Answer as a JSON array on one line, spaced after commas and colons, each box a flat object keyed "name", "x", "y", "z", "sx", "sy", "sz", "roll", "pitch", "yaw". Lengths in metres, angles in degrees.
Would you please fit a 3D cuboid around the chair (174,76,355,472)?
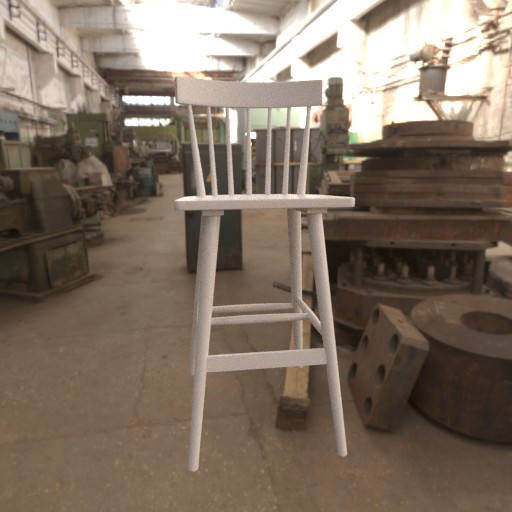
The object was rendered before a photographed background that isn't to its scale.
[{"name": "chair", "x": 0.000, "y": 0.000, "z": 1.409, "sx": 0.483, "sy": 1.092, "sz": 0.572, "roll": -2, "pitch": 14, "yaw": -8}]
